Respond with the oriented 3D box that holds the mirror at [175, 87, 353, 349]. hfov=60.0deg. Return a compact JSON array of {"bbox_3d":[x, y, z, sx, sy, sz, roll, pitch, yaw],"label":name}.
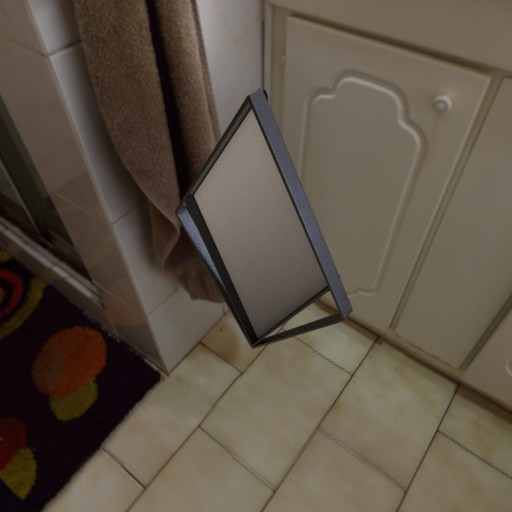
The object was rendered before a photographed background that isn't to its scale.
[{"bbox_3d":[0.000,0.000,0.853,0.419,0.679,0.032,32,56,25],"label":"mirror"}]
